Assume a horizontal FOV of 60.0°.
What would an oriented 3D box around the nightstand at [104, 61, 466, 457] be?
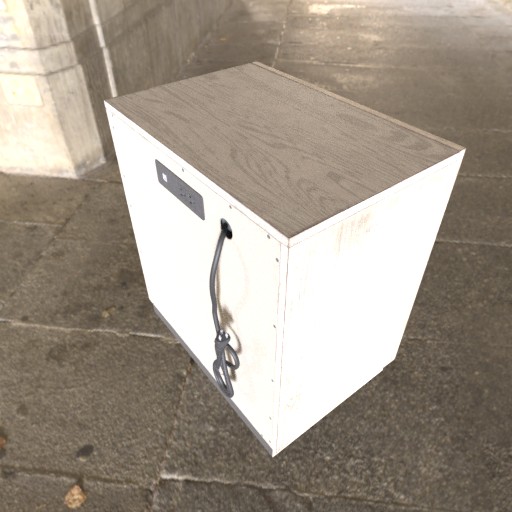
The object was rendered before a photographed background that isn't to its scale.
[{"bbox_3d":[0.000,0.000,1.083,0.483,0.673,0.612,-27,48,-28],"label":"nightstand"}]
